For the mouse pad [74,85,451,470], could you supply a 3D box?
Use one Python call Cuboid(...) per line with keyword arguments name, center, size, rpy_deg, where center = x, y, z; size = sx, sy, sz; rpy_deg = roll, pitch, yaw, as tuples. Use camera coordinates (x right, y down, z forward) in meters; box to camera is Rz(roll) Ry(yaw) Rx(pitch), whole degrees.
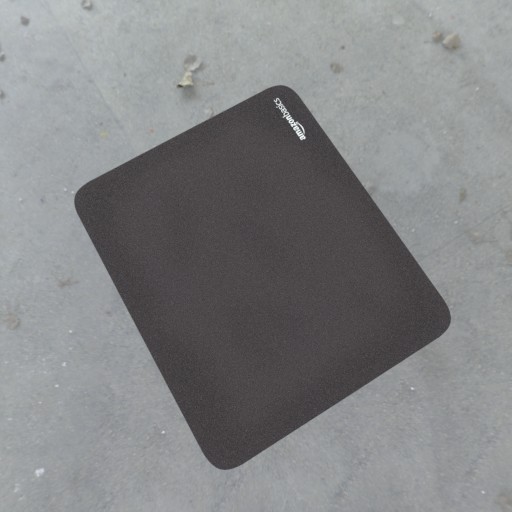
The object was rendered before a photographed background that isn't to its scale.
Cuboid(name="mouse pad", center=(0.000, 0.000, 0.348), size=(0.211, 0.002, 0.249), rpy_deg=(-30, 77, -8))
